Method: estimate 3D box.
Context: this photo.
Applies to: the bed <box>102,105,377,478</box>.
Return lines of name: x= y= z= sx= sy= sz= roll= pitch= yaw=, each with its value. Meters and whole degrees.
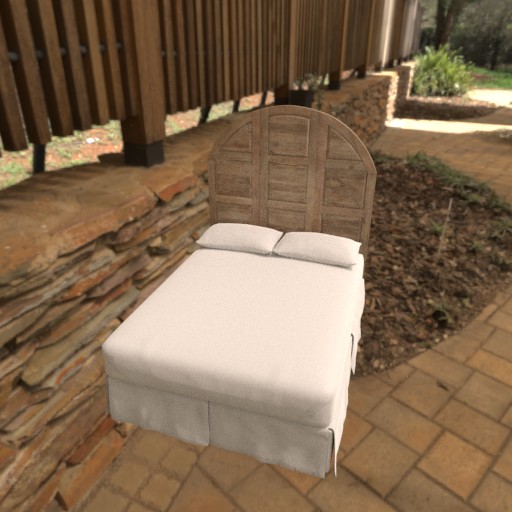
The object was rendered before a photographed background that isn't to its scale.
bed: x=0.000 y=0.000 z=3.484 sx=1.713 sy=2.002 sz=2.112 roll=8 pitch=27 yaw=16
